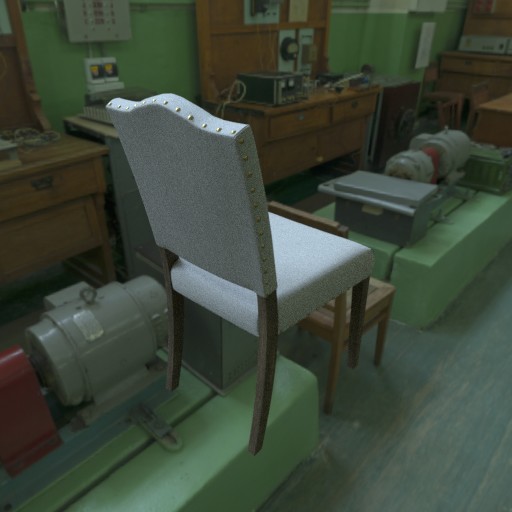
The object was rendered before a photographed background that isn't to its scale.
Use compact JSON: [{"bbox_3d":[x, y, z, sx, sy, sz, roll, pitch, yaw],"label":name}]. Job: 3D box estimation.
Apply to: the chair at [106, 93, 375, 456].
[{"bbox_3d":[0.000,0.000,1.363,0.508,1.020,0.620,23,37,35],"label":"chair"}]
